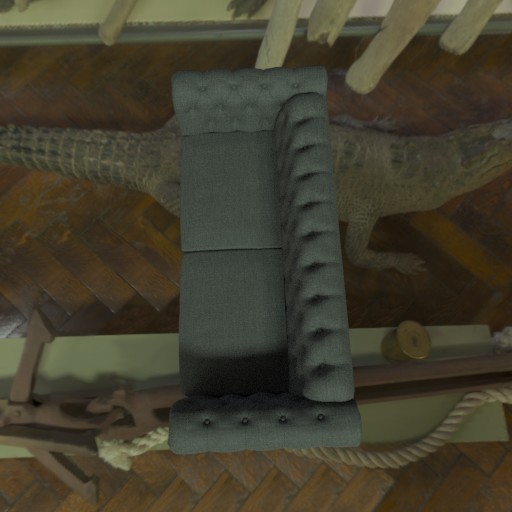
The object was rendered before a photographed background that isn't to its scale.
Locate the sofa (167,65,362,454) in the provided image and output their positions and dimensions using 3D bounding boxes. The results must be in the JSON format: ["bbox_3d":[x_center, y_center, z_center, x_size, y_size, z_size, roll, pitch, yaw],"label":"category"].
[{"bbox_3d":[0.000,0.000,2.319,0.783,0.797,1.798,-2,75,-1],"label":"sofa"}]
